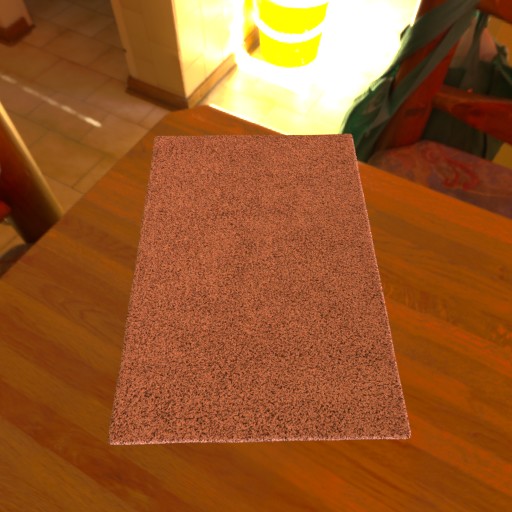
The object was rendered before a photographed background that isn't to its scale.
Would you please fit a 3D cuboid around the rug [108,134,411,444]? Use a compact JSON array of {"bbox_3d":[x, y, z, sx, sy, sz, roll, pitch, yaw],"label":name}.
[{"bbox_3d":[0.000,0.000,2.262,1.219,0.030,1.778,-1,57,-1],"label":"rug"}]
